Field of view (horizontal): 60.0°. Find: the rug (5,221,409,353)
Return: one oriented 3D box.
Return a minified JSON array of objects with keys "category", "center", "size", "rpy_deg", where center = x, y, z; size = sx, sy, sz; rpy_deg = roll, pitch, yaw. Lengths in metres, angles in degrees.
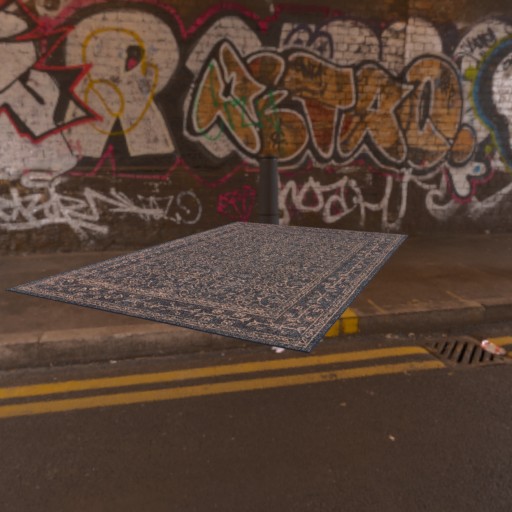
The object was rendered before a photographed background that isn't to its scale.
[{"category":"rug","center":[0.000,0.000,2.191],"size":[1.200,0.005,1.819],"rpy_deg":[7,15,25]}]
